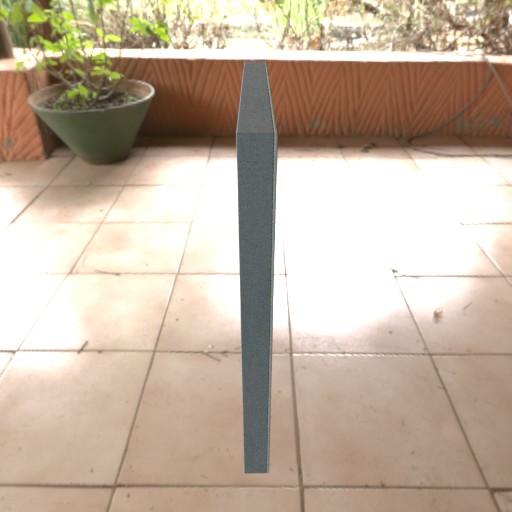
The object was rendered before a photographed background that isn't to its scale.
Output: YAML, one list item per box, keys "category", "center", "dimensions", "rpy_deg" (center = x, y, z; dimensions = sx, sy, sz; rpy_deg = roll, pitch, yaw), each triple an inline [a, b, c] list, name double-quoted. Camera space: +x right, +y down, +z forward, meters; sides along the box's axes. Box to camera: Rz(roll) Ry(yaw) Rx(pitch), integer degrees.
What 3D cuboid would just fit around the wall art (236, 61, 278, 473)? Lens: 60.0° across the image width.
- category: "wall art"
  center: [0.000, 0.000, 0.699]
  dimensions: [0.037, 0.509, 0.409]
  rpy_deg: [0, 32, 0]
